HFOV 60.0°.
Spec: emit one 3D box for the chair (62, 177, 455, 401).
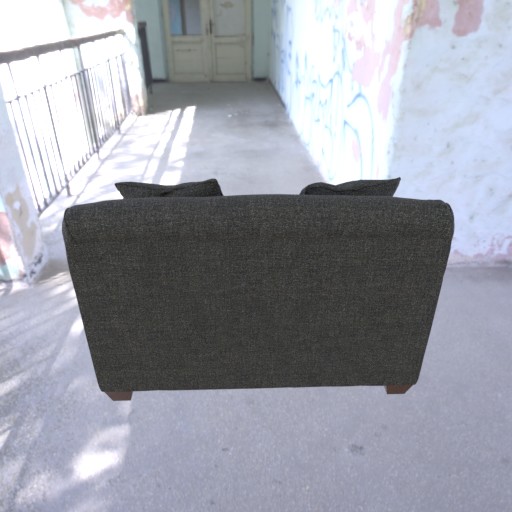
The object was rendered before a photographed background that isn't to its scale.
[{"bbox_3d":[0.000,0.000,2.128,1.383,0.948,1.000,-1,30,-2],"label":"chair"}]
